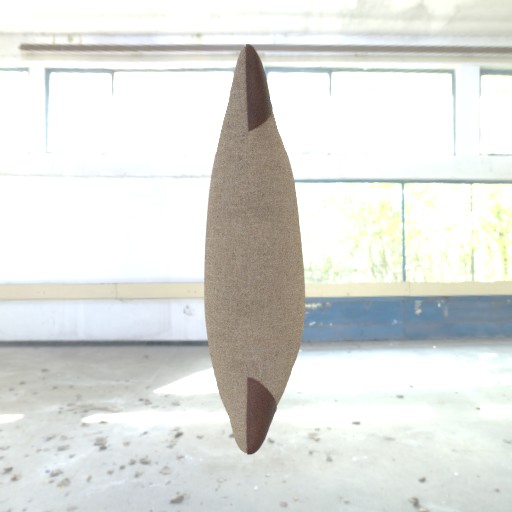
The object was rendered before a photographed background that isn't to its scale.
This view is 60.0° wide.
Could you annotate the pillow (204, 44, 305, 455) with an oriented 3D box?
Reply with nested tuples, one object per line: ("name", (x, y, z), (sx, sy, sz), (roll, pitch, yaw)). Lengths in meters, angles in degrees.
("pillow", (0.000, 0.000, 0.678), (0.147, 0.448, 0.437), (0, 0, 0))
